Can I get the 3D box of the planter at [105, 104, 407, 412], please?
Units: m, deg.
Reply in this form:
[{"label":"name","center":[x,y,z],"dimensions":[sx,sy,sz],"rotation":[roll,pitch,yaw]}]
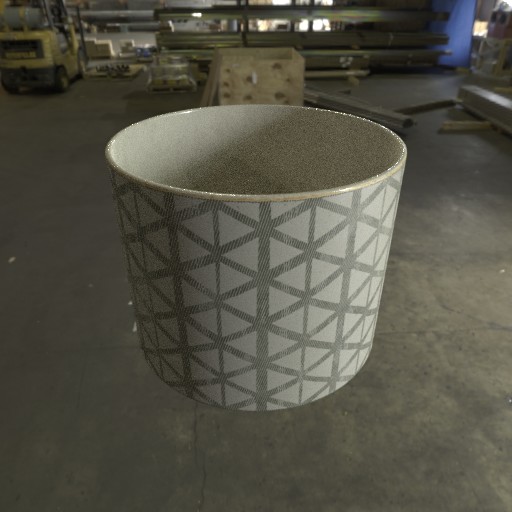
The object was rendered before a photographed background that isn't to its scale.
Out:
[{"label":"planter","center":[0.000,0.000,0.337],"dimensions":[0.190,0.181,0.190],"rotation":[0,31,0]}]
